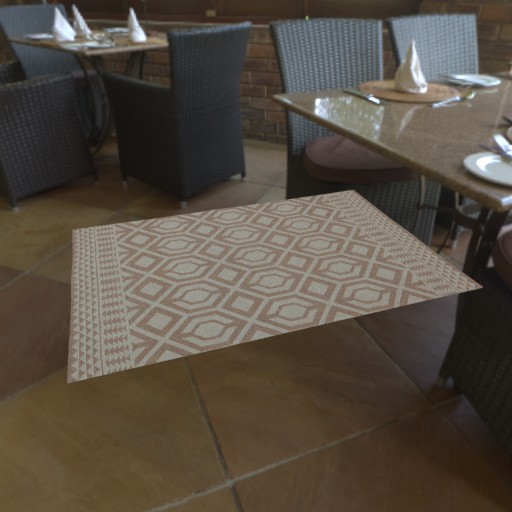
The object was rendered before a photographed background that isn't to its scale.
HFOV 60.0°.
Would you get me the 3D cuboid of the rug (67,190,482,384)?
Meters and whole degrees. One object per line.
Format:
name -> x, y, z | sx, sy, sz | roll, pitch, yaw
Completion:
rug -> 0.000, 0.000, 2.317 | 1.829, 0.008, 1.219 | -10, 33, -16
